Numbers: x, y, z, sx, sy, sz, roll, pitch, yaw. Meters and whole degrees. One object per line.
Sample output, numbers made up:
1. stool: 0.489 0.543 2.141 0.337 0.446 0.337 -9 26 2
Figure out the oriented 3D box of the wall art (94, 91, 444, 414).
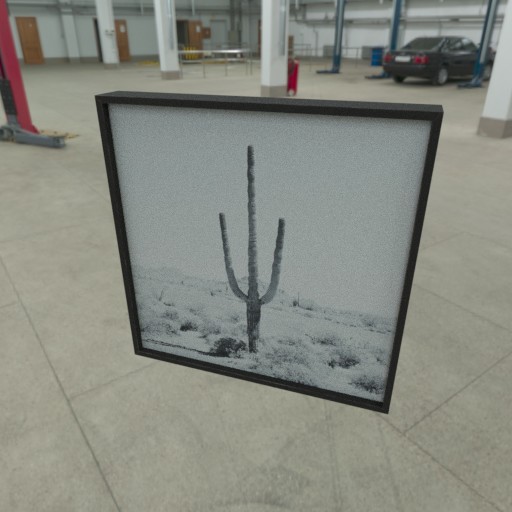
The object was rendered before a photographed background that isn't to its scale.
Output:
1. wall art: 0.000 0.000 0.455 0.305 0.305 0.038 9 28 16
